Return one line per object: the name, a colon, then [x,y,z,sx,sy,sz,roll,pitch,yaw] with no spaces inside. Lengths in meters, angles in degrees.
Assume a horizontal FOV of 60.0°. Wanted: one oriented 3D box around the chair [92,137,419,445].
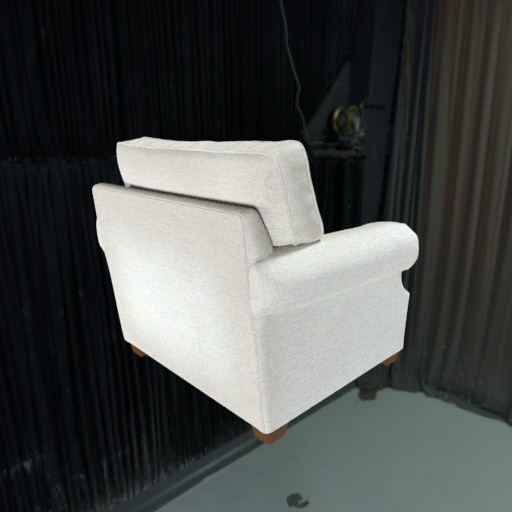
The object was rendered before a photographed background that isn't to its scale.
chair: [0.000,0.000,1.860,0.965,0.961,1.092,-14,21,-42]
